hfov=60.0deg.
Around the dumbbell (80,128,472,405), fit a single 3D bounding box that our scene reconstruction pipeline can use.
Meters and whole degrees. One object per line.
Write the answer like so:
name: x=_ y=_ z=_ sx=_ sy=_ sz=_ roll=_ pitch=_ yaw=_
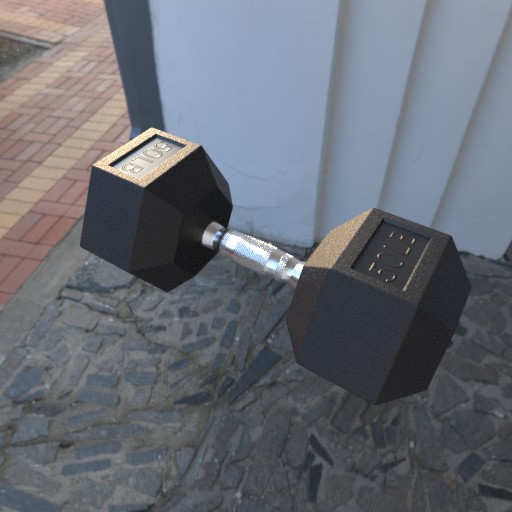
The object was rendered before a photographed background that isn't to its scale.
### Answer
dumbbell: x=0.000 y=0.000 z=0.450 sx=0.384 sy=0.150 sz=0.173 roll=24 pitch=50 yaw=22
